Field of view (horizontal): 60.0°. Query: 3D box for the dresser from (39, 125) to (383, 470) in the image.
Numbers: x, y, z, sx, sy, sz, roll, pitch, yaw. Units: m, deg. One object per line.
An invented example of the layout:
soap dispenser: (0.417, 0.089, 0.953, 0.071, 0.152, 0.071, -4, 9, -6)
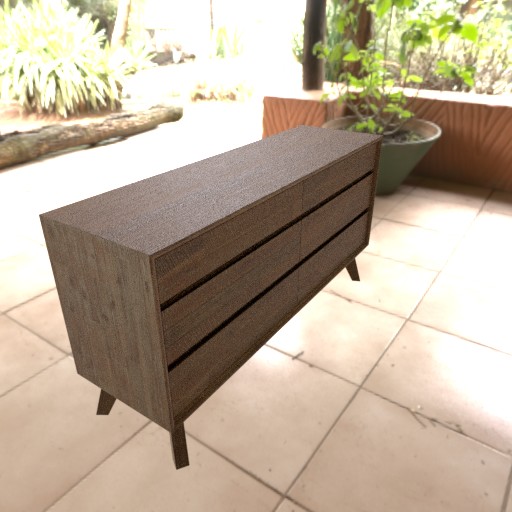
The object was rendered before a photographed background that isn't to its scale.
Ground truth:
dresser: (0.000, 0.000, 1.917, 0.455, 0.805, 1.554, 18, 32, 30)
